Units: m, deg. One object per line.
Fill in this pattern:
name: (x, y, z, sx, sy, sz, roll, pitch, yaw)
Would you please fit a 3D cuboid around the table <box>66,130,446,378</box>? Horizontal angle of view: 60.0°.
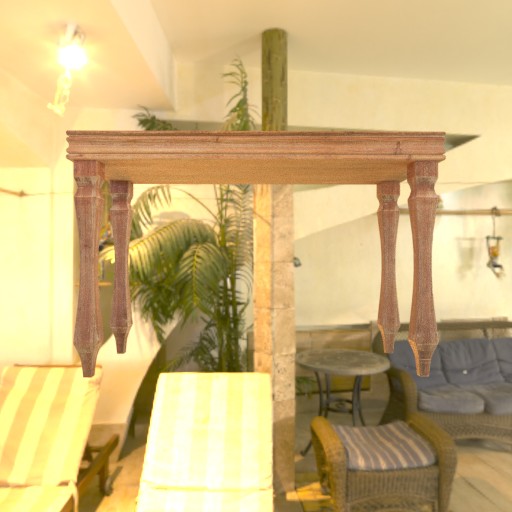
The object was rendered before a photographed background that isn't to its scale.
table: (0.000, 0.000, 1.808, 1.330, 0.873, 0.522, 0, -1, -1)
